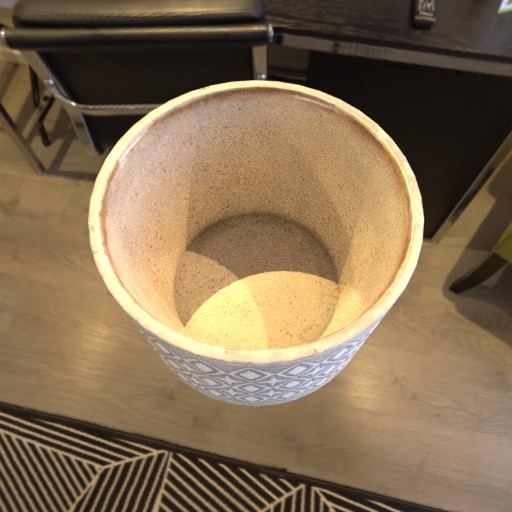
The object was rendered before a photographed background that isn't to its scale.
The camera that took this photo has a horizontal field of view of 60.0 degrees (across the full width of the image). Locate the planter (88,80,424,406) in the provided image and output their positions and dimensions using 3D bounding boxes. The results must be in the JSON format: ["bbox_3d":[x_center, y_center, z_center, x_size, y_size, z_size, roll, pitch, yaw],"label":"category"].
[{"bbox_3d":[0.000,0.000,0.312,0.186,0.144,0.186,0,63,0],"label":"planter"}]
